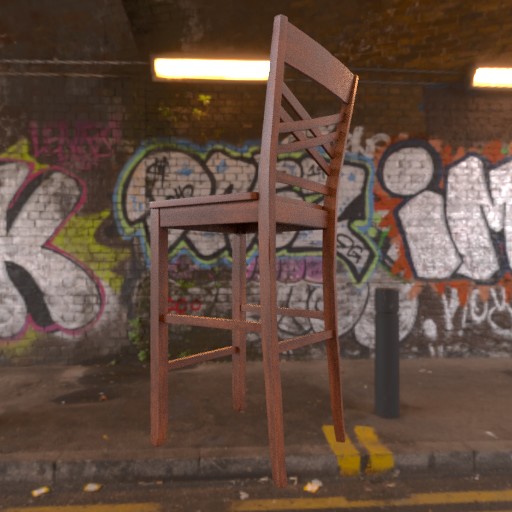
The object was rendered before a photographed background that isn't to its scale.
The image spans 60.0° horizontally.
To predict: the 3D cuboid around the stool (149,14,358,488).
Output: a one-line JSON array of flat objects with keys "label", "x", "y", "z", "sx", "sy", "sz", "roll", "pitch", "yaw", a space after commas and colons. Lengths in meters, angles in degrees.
[{"label": "stool", "x": 0.000, "y": 0.000, "z": 1.315, "sx": 0.487, "sy": 1.105, "sz": 0.433, "roll": -1, "pitch": -1, "yaw": 36}]
